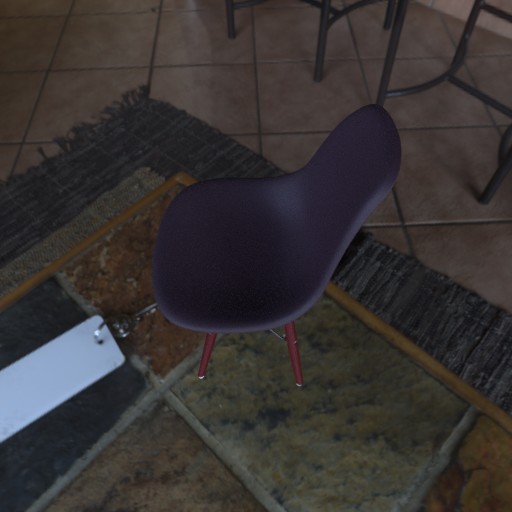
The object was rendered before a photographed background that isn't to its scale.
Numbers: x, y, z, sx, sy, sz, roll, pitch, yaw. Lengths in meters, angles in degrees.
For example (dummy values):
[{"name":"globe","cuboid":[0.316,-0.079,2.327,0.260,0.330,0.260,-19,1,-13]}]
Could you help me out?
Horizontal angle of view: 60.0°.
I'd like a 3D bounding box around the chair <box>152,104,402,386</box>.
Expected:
[{"name":"chair","cuboid":[0.000,0.000,1.170,0.533,0.826,0.470,0,58,0]}]
